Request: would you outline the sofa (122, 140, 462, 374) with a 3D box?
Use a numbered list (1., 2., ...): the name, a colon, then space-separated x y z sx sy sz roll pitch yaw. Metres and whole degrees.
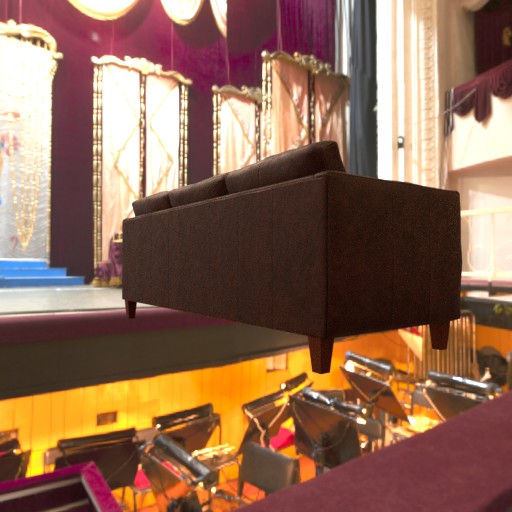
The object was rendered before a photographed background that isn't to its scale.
1. sofa: 0.000 0.000 3.036 1.045 1.006 2.464 1 -1 -36
